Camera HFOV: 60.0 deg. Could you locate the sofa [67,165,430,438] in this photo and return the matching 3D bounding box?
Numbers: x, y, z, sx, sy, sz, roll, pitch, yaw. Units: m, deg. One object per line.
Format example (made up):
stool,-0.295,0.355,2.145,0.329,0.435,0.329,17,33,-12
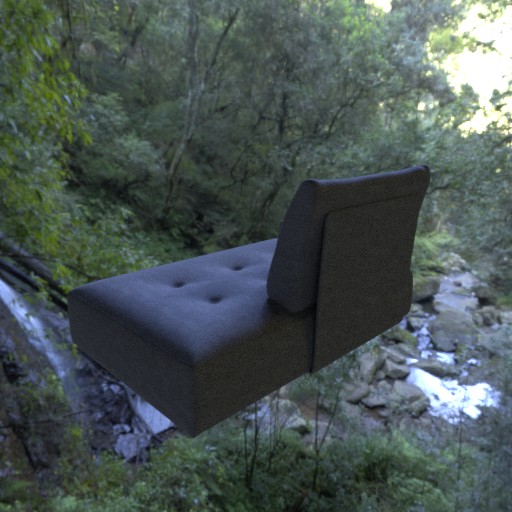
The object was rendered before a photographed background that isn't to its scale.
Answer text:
sofa,0.000,0.000,2.079,1.450,0.820,1.002,-15,21,-42
